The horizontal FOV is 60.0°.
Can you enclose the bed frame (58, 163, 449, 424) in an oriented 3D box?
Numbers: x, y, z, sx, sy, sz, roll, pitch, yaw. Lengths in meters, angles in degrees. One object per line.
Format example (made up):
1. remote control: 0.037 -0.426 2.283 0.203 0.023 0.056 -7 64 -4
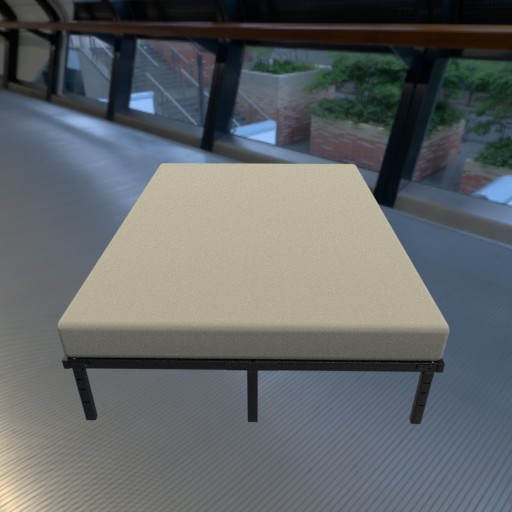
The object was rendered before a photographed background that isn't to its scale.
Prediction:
1. bed frame: 0.000 0.000 3.478 1.990 0.680 2.635 0 29 1
